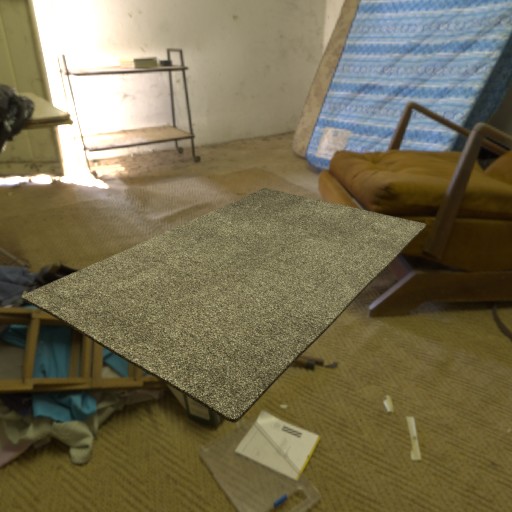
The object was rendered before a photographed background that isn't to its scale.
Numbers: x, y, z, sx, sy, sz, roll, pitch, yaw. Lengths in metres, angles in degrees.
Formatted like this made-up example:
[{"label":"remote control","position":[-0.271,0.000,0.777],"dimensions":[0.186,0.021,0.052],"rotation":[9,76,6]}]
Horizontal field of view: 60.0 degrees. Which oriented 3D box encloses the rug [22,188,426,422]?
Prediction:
[{"label":"rug","position":[0.000,0.000,2.902],"dimensions":[1.501,0.025,2.352],"rotation":[18,32,32]}]
